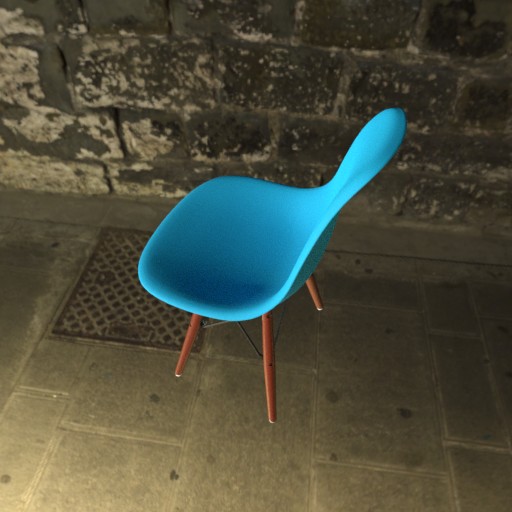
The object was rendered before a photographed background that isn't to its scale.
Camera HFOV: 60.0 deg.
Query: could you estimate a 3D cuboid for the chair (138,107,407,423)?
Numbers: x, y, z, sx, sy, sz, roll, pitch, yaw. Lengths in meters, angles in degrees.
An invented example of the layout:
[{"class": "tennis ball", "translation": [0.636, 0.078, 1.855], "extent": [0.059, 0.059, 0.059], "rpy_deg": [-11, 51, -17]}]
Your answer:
[{"class": "chair", "translation": [0.000, 0.000, 1.108], "extent": [0.533, 0.826, 0.470], "rpy_deg": [17, 50, 14]}]
